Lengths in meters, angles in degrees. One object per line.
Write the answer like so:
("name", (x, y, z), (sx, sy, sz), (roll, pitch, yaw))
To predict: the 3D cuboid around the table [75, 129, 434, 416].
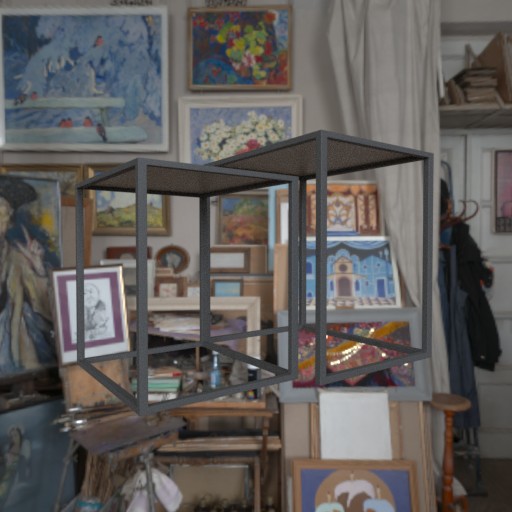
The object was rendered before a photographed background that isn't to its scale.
("table", (0.000, 0.000, 1.147), (0.788, 0.540, 0.508), (-1, 2, -36))
